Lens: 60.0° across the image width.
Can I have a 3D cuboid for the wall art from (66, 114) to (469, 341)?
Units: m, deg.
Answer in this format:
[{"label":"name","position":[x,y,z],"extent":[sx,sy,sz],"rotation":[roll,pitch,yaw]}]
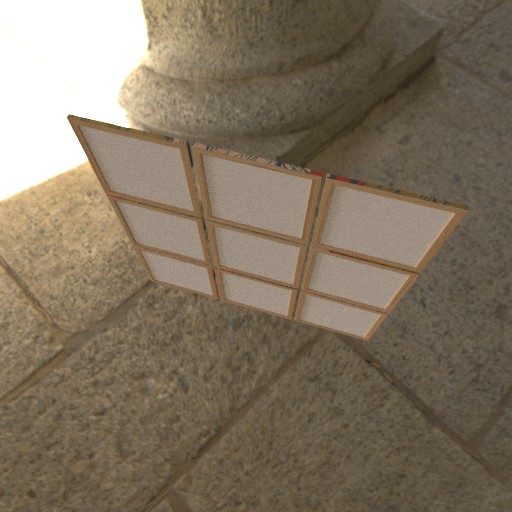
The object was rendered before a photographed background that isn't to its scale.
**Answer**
[{"label":"wall art","position":[0.000,0.000,1.366],"extent":[0.904,0.913,0.013],"rotation":[15,64,7]}]
